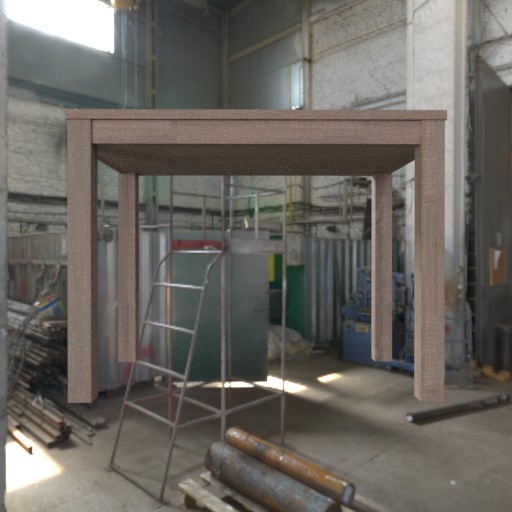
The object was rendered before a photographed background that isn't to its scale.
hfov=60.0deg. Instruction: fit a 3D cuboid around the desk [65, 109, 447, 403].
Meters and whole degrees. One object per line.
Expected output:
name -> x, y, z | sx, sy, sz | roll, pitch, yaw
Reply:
desk -> 0.000, 0.000, 1.398 | 0.991, 0.762, 0.495 | 0, 0, 0
